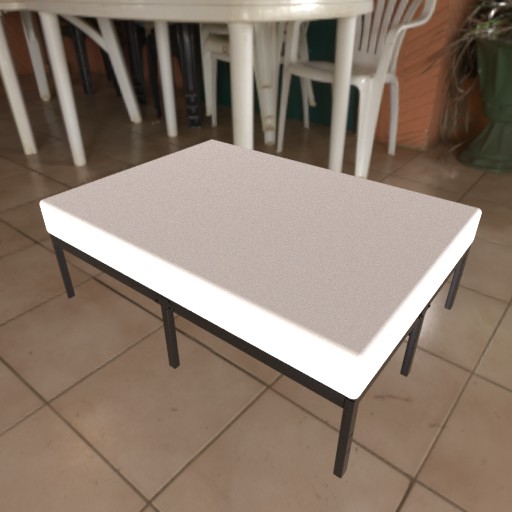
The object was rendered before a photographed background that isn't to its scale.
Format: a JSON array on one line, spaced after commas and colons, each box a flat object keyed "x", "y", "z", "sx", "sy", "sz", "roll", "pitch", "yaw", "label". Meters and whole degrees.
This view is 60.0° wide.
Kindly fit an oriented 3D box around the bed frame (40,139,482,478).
[{"x": 0.000, "y": 0.000, "z": 2.557, "sx": 1.956, "sy": 0.659, "sz": 1.408, "roll": 23, "pitch": 38, "yaw": 31, "label": "bed frame"}]
